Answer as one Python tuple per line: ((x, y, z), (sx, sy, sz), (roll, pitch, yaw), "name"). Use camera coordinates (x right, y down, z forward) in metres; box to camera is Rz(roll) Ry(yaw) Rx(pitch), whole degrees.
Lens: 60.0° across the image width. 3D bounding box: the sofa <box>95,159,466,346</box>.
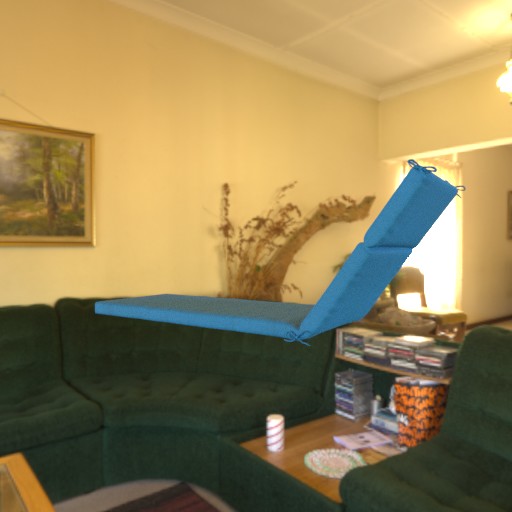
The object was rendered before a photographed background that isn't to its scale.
((0.000, 0.000, 2.016), (1.663, 0.622, 0.582), (1, 1, 34), "sofa")
